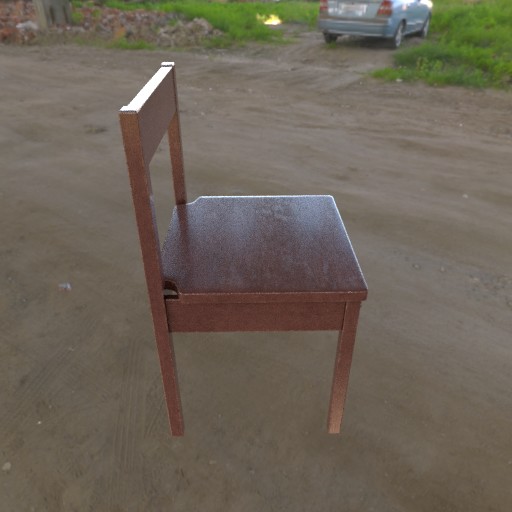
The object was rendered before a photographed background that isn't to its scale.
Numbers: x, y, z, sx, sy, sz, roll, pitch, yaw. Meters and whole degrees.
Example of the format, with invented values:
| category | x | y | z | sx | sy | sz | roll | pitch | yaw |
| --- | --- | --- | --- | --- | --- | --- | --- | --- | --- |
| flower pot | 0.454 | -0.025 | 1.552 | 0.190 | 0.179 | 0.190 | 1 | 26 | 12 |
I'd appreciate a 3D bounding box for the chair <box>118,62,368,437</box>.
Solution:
| category | x | y | z | sx | sy | sz | roll | pitch | yaw |
| --- | --- | --- | --- | --- | --- | --- | --- | --- | --- |
| chair | 0.000 | 0.000 | 0.893 | 0.361 | 0.668 | 0.367 | -1 | 33 | -1 |
